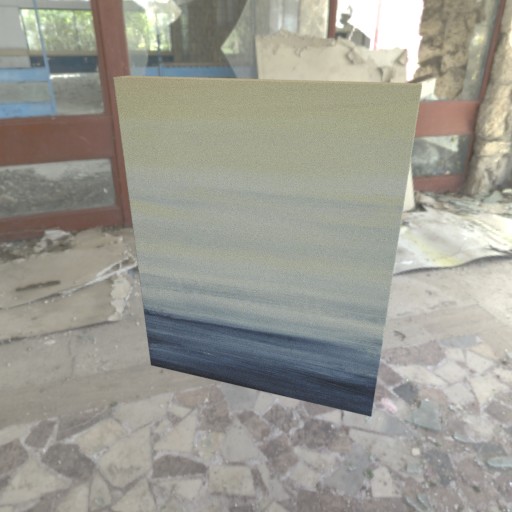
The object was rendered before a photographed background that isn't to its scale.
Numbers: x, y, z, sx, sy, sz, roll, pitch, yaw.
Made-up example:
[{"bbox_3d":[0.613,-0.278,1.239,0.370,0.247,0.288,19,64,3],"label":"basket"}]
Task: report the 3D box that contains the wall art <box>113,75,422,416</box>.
[{"bbox_3d":[0.000,0.000,0.822,0.489,0.608,0.040,8,27,16],"label":"wall art"}]
